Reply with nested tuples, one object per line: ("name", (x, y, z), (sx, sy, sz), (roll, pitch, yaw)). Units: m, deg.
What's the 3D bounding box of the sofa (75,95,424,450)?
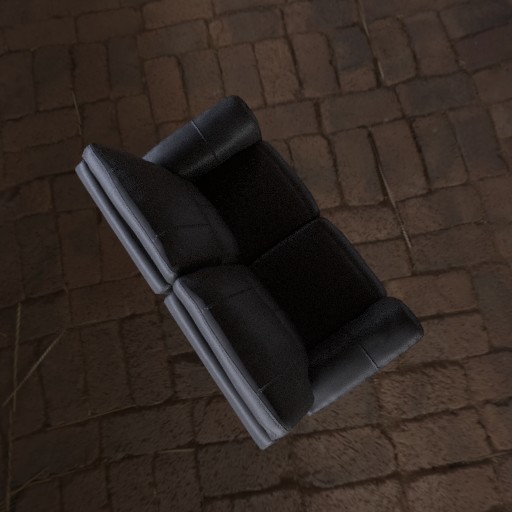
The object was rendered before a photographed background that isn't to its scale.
("sofa", (0.000, 0.000, 2.531), (1.104, 1.111, 1.765), (-34, 77, -9))
